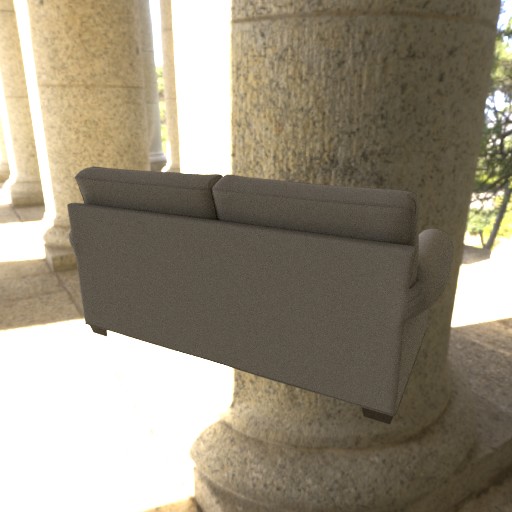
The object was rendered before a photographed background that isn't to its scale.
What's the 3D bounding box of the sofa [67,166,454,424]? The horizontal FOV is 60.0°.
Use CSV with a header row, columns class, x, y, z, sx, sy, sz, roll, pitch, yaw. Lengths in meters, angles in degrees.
class,x,y,z,sx,sy,sz,roll,pitch,yaw
sofa,0.000,0.000,2.396,1.930,0.952,0.940,9,20,27
